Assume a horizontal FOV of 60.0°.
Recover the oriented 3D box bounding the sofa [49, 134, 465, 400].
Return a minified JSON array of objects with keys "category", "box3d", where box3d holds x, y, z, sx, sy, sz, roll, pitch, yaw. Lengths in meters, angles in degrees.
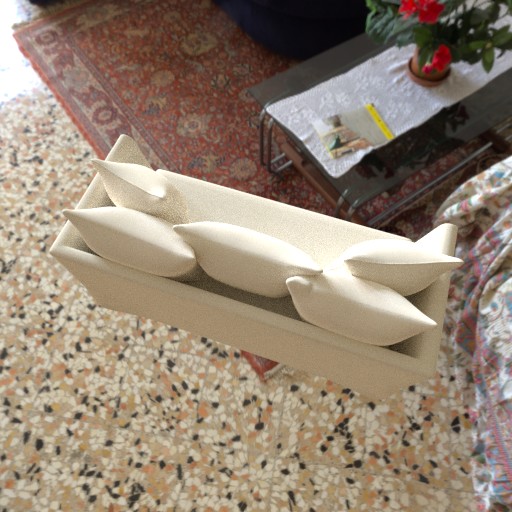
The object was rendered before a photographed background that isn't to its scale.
[{"category":"sofa","box3d":[0.000,0.000,2.855,2.290,1.034,1.031,17,64,8]}]
